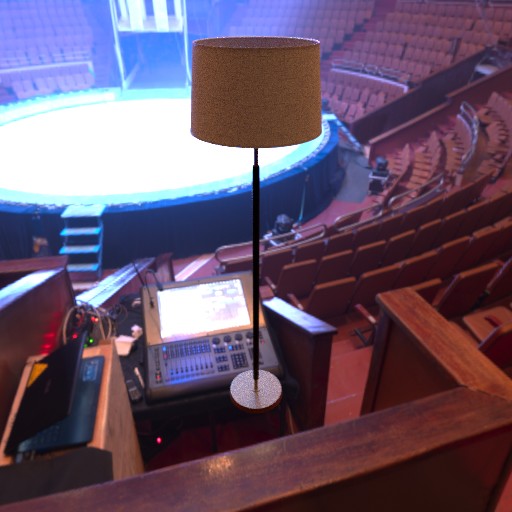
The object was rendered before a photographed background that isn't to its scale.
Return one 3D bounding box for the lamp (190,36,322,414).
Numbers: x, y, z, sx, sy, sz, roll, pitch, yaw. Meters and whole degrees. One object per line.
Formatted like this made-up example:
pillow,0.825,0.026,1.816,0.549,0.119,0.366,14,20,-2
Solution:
lamp,0.000,0.000,1.654,0.420,1.447,0.420,0,30,0
